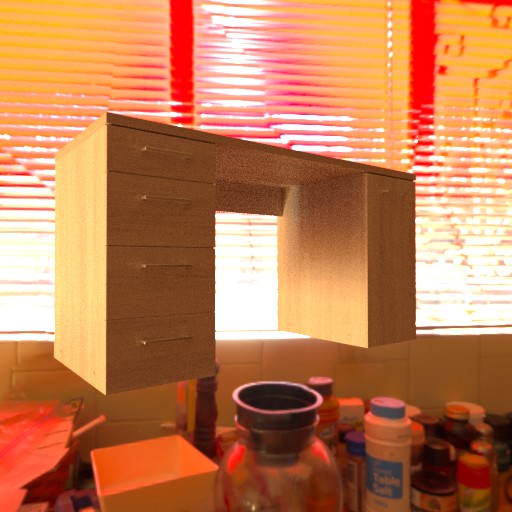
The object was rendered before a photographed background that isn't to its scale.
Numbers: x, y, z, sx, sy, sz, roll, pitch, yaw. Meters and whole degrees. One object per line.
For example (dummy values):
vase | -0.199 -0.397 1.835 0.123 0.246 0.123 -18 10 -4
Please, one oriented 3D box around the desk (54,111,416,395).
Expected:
desk | 0.000 0.000 1.786 1.390 0.740 0.600 1 -1 -37
